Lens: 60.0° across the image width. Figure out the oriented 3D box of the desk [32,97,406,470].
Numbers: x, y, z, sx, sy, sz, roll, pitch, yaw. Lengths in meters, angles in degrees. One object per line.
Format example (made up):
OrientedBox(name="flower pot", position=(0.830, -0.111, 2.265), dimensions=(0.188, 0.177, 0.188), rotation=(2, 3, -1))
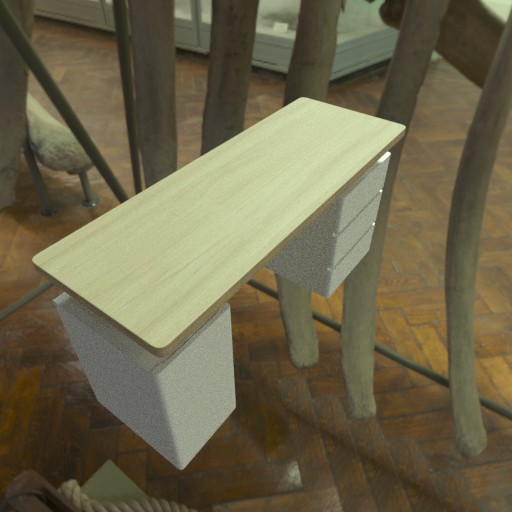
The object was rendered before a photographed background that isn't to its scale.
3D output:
OrientedBox(name="desk", position=(0.000, 0.000, 1.878), dimensions=(0.550, 0.755, 1.500), rotation=(26, 48, 26))
